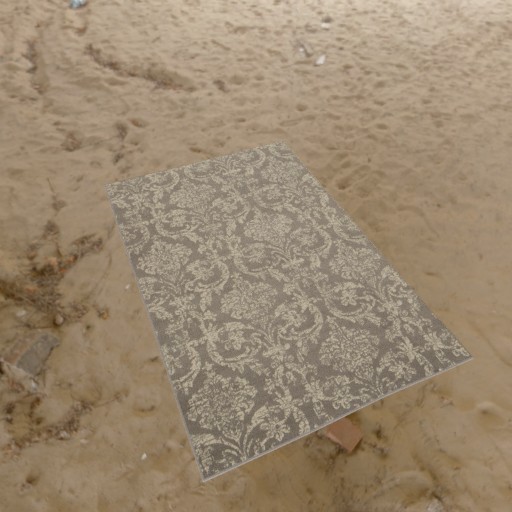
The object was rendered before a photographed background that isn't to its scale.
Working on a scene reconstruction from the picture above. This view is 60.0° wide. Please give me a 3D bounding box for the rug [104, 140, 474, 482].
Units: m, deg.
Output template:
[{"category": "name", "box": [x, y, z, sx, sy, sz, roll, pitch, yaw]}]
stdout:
[{"category": "rug", "box": [0.000, 0.000, 3.424, 1.819, 0.018, 2.746, -18, 49, -16]}]
